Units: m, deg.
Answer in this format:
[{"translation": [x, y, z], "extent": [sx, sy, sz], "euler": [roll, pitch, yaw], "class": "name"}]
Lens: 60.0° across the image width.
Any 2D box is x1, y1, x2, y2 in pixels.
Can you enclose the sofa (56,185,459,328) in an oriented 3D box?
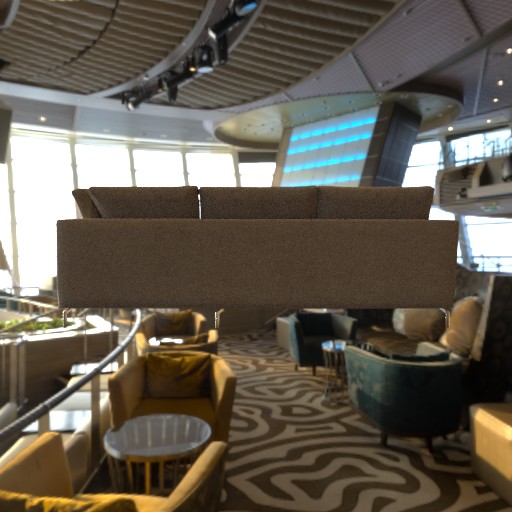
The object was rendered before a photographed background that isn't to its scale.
[{"translation": [0.000, 0.000, 3.799], "extent": [2.438, 0.864, 2.438], "euler": [0, 0, -1], "class": "sofa"}]
